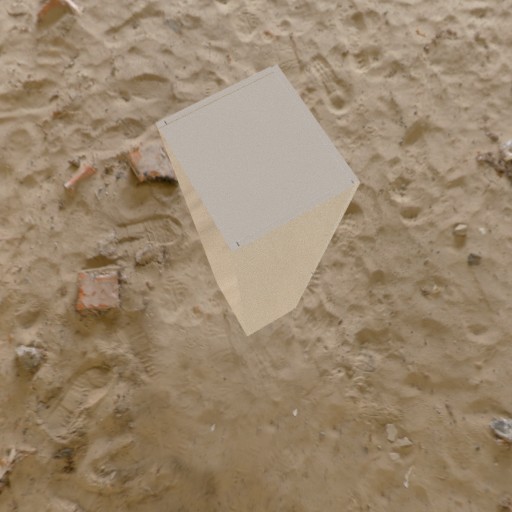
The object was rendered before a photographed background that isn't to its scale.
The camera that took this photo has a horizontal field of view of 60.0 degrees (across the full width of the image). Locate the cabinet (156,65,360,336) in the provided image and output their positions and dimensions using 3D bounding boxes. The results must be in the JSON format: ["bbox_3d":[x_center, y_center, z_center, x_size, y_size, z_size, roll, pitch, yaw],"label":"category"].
[{"bbox_3d":[0.000,0.000,1.503,0.270,1.400,0.300,-29,76,-8],"label":"cabinet"}]
